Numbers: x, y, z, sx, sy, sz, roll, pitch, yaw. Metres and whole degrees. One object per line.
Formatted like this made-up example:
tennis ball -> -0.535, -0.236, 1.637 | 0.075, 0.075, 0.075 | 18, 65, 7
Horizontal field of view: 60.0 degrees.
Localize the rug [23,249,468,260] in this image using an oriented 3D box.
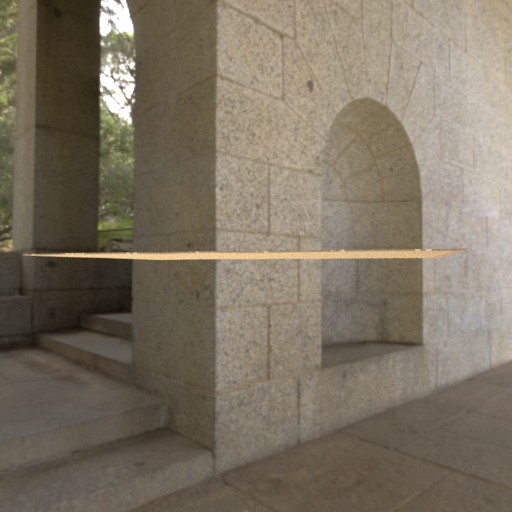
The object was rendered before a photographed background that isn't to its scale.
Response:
rug -> 0.000, 0.000, 2.165 | 1.748, 0.010, 1.142 | 0, -2, 18
